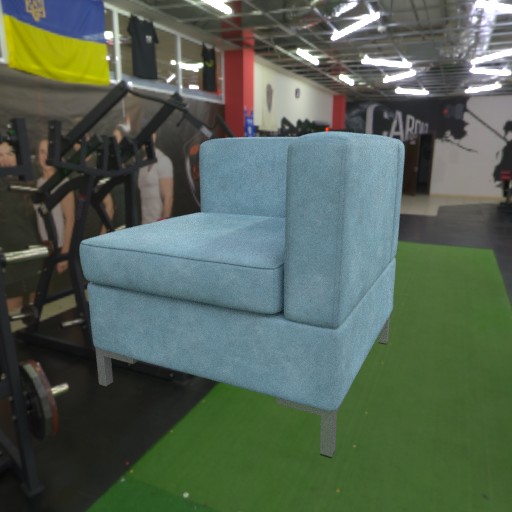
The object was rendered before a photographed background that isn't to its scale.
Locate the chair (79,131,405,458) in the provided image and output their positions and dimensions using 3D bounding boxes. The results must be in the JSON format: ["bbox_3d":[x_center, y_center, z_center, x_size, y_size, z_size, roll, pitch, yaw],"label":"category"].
[{"bbox_3d":[0.000,0.000,1.250,0.691,0.660,0.684,7,16,26],"label":"chair"}]
